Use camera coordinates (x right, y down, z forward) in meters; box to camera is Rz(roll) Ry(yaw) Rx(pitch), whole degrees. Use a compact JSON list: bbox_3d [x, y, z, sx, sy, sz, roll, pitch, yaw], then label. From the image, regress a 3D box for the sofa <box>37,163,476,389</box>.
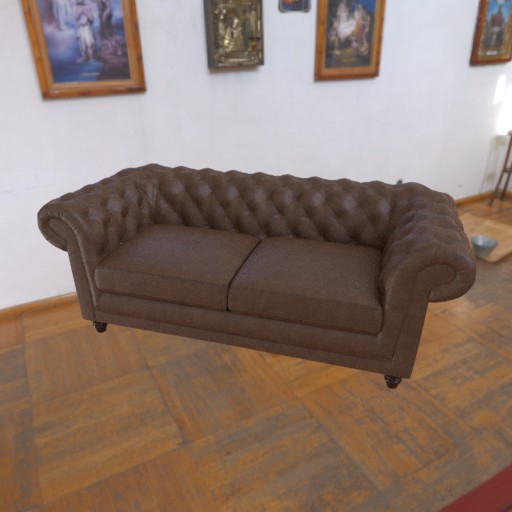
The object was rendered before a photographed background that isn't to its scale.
[{"bbox_3d":[0.000,0.000,2.460,2.048,0.784,0.955,7,26,15],"label":"sofa"}]
